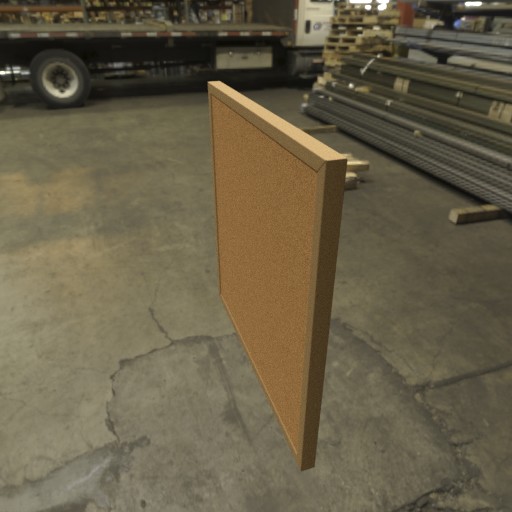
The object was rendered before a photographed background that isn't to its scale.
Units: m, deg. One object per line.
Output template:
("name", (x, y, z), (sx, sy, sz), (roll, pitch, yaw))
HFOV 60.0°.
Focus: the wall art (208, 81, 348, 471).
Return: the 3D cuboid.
("wall art", (0.000, 0.000, 1.177), (0.037, 0.761, 0.761), (-10, 32, -16))
